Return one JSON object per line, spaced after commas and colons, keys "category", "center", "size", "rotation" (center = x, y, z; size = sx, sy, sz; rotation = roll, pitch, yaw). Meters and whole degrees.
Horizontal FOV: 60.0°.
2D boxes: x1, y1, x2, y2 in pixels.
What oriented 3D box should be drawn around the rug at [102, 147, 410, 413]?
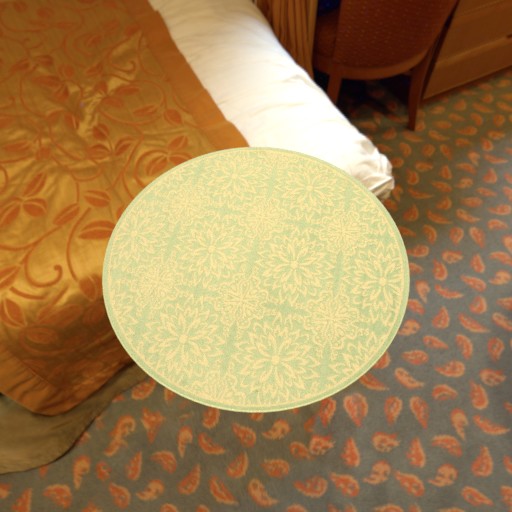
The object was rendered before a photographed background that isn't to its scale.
{"category": "rug", "center": [0.000, 0.000, 2.333], "size": [1.593, 0.012, 1.593], "rotation": [0, 58, 0]}
